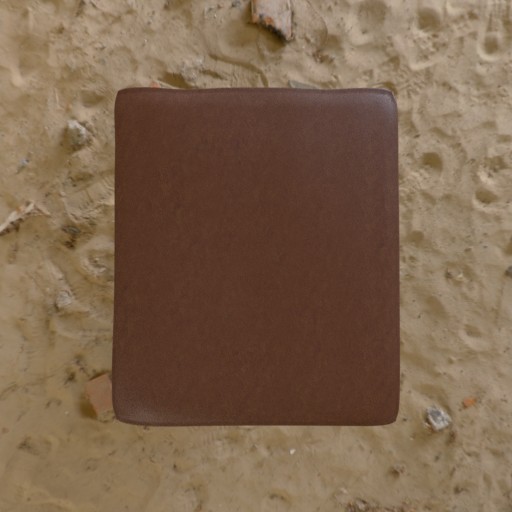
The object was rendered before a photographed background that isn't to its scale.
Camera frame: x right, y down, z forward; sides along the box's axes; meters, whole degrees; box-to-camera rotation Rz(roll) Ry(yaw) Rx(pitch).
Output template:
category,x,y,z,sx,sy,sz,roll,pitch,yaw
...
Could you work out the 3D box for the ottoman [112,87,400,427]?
category,x,y,z,sx,sy,sz,roll,pitch,yaw
ottoman,0.000,0.000,1.450,0.836,0.472,0.987,0,89,0
